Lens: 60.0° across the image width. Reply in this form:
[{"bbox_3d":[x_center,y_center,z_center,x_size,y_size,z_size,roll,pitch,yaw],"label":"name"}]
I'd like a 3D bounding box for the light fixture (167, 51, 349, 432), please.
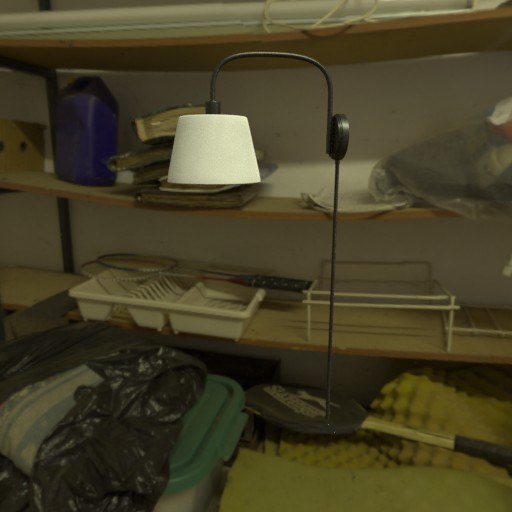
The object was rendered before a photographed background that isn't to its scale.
[{"bbox_3d":[0.000,0.000,0.465,0.176,0.399,0.092,-2,13,-9],"label":"light fixture"}]
